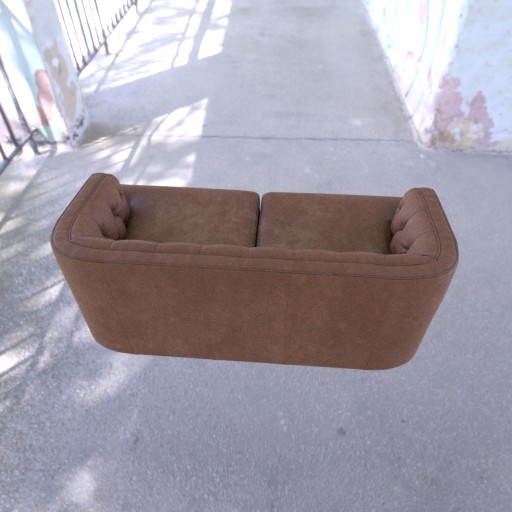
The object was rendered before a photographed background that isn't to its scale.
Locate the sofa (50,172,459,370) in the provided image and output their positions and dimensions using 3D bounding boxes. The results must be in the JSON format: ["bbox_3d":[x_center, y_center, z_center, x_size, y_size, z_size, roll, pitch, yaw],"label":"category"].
[{"bbox_3d":[0.000,0.000,2.242,1.755,0.786,0.914,3,46,3],"label":"sofa"}]
